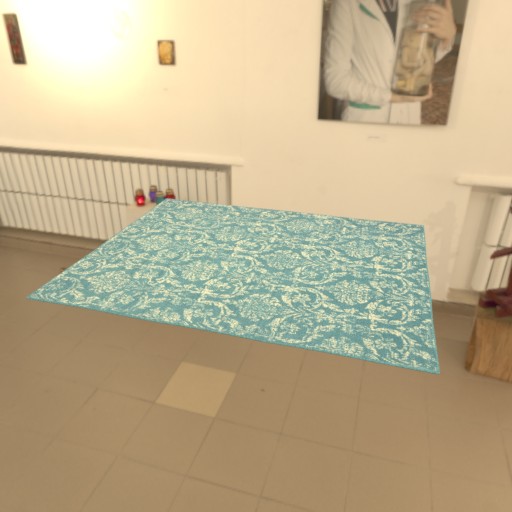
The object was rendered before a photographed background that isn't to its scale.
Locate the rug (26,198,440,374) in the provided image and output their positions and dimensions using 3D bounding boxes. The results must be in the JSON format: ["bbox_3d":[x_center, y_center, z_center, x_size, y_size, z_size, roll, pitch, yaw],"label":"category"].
[{"bbox_3d":[0.000,0.000,4.024,2.980,0.012,2.363,8,28,15],"label":"rug"}]
